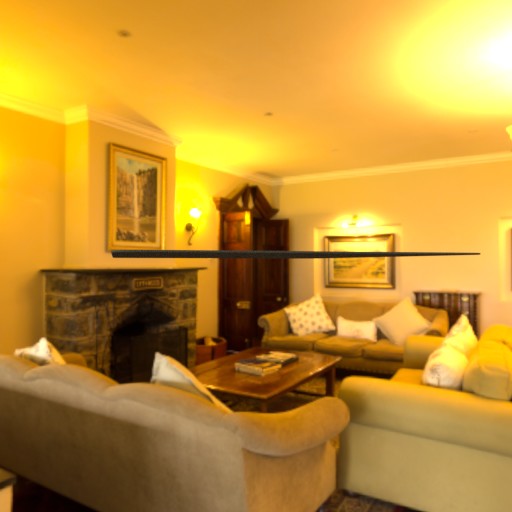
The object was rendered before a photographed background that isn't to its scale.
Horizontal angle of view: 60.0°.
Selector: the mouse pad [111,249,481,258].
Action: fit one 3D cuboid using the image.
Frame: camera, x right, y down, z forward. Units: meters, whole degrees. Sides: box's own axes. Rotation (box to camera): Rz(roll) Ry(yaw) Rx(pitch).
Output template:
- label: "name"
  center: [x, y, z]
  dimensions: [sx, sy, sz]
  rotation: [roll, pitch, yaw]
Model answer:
- label: "mouse pad"
  center: [0.000, 0.000, 0.636]
  dimensions: [0.393, 0.002, 0.451]
  rotation: [0, -1, -18]
